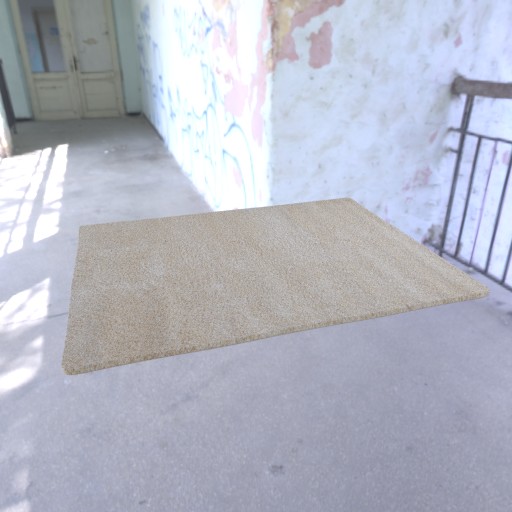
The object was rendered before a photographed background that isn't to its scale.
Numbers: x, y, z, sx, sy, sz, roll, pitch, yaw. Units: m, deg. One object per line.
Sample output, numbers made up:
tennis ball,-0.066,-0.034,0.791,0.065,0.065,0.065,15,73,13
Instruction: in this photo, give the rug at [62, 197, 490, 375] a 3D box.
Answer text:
rug,0.000,0.000,2.059,1.600,0.025,1.199,-8,27,-15
